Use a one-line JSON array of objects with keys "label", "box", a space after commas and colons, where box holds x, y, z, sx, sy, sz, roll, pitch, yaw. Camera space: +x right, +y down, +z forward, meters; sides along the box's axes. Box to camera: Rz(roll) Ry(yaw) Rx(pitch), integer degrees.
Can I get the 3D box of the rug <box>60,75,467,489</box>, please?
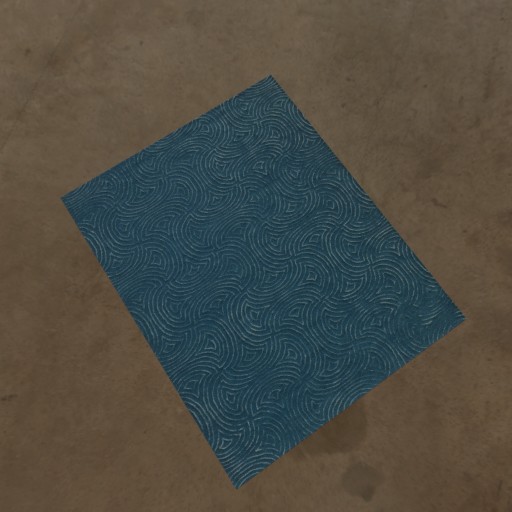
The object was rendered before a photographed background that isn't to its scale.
[{"label": "rug", "box": [0.000, 0.000, 4.054, 2.432, 0.012, 3.033, -33, 77, -9]}]
